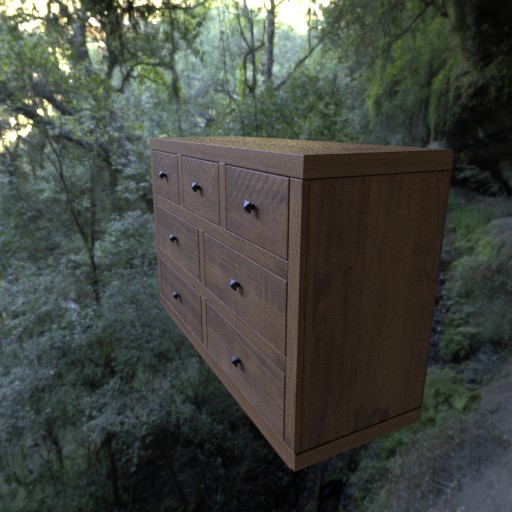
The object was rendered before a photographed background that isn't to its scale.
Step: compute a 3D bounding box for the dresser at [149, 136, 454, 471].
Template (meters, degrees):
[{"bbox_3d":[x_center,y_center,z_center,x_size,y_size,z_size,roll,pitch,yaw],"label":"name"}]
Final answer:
[{"bbox_3d":[0.000,0.000,1.653,0.479,0.825,1.261,-8,19,-26],"label":"dresser"}]
